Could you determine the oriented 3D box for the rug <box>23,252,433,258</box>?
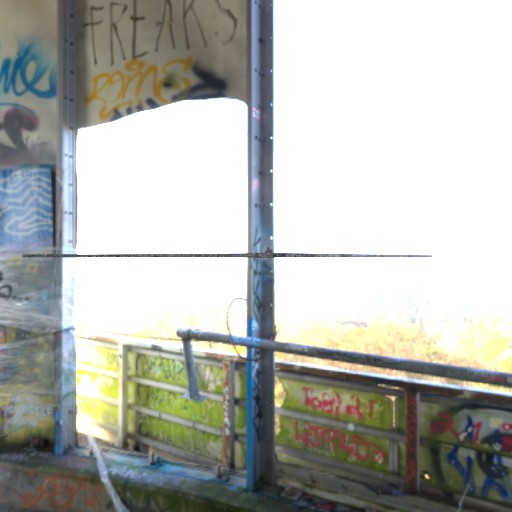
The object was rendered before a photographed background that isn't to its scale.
[{"bbox_3d":[0.000,0.000,4.032,2.401,0.025,3.000,0,0,34],"label":"rug"}]
